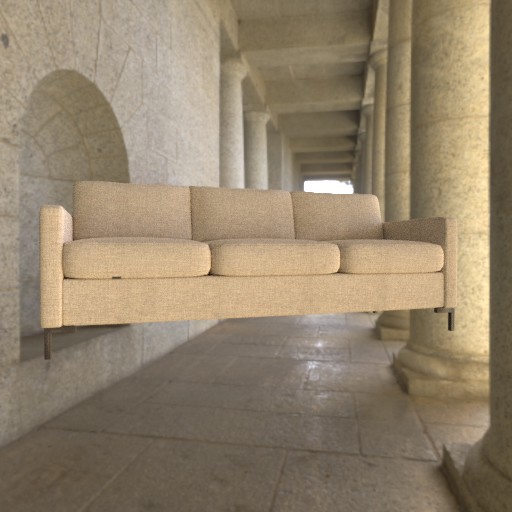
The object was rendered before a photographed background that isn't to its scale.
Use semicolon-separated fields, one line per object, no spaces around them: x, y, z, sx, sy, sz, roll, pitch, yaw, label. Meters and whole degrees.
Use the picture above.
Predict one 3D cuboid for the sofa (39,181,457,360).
0.000;0.000;2.615;2.218;0.874;0.859;0;1;-18;sofa
